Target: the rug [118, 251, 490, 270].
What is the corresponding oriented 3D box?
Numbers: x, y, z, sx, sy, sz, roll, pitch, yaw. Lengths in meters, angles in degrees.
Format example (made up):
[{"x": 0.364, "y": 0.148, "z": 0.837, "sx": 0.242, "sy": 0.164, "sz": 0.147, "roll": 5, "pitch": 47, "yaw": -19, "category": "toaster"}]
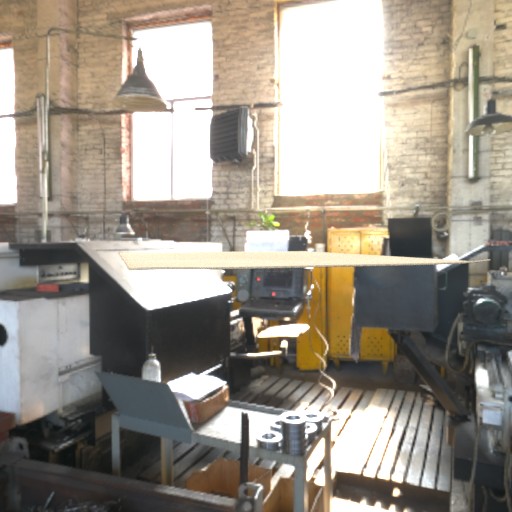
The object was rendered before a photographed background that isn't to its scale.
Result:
[{"x": 0.000, "y": 0.000, "z": 3.904, "sx": 2.277, "sy": 0.035, "sz": 2.897, "roll": -1, "pitch": 2, "yaw": -18, "category": "rug"}]
